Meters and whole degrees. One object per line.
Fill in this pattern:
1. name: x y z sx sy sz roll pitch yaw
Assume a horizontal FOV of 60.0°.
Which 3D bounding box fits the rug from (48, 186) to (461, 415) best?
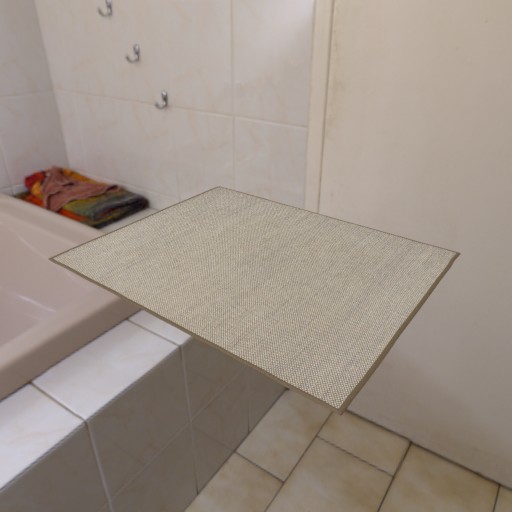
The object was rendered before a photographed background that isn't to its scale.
1. rug: 0.000 0.000 4.147 3.041 0.020 2.413 20 35 32
